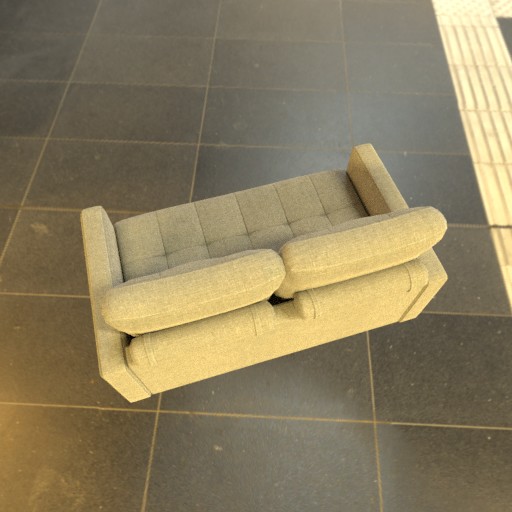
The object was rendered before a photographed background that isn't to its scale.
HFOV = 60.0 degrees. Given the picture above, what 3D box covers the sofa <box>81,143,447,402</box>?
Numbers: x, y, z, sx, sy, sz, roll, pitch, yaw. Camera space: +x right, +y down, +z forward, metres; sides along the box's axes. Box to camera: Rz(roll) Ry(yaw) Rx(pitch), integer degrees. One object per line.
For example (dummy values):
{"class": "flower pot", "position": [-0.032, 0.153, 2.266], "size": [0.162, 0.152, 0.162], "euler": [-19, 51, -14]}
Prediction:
{"class": "sofa", "position": [0.000, 0.000, 1.976], "size": [1.407, 0.907, 0.842], "euler": [-15, 61, -8]}
